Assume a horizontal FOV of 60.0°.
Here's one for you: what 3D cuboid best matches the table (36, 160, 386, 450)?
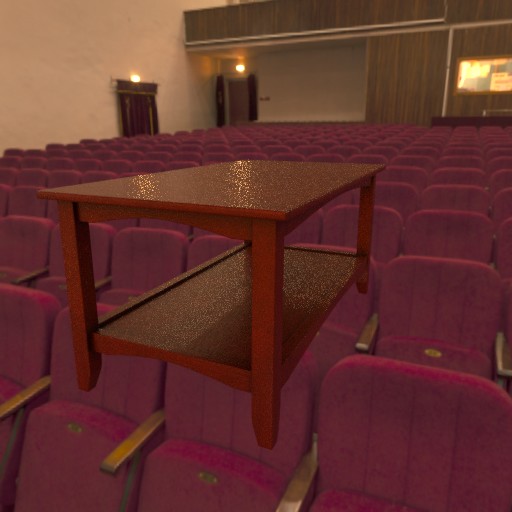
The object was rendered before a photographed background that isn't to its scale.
[{"bbox_3d":[0.000,0.000,1.250,0.533,0.456,0.943,7,18,24],"label":"table"}]
